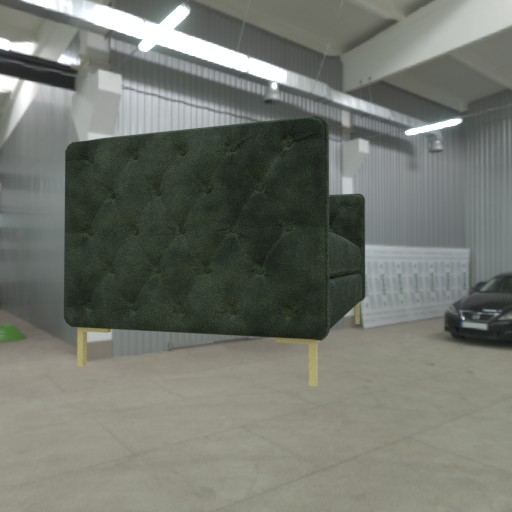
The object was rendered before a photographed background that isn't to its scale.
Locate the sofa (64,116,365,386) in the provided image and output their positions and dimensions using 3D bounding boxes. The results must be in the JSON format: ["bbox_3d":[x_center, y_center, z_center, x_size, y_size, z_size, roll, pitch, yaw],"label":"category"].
[{"bbox_3d":[0.000,0.000,2.058,0.895,0.768,1.537,0,-1,18],"label":"sofa"}]
